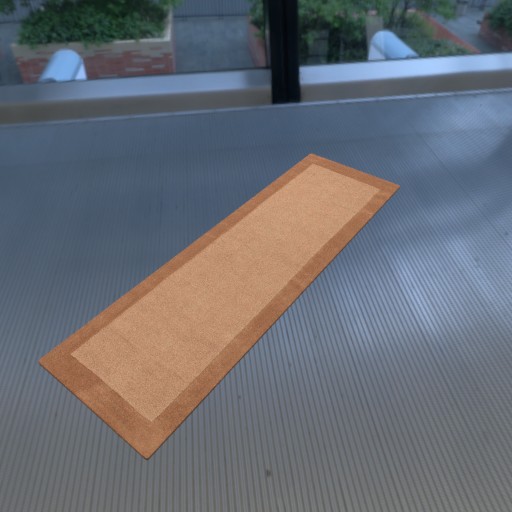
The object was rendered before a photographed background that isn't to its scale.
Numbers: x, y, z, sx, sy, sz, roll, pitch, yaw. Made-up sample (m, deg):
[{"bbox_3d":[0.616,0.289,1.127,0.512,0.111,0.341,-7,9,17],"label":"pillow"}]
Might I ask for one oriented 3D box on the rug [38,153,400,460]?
[{"bbox_3d":[0.000,0.000,2.651,0.764,0.017,2.439,27,49,26],"label":"rug"}]
